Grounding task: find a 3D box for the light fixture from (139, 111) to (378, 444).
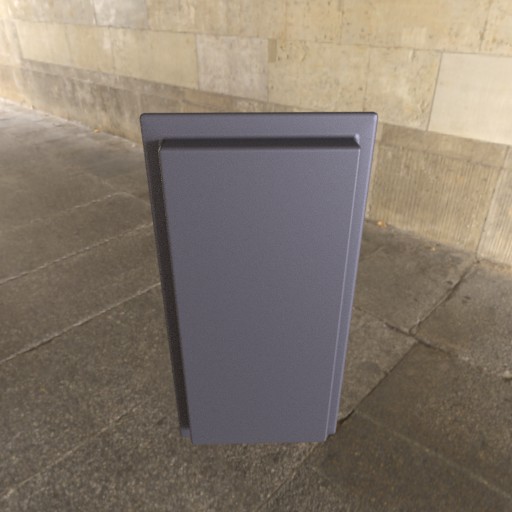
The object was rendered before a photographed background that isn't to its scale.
[{"bbox_3d":[0.000,0.000,0.417,0.170,0.298,0.207,-1,30,-1],"label":"light fixture"}]
